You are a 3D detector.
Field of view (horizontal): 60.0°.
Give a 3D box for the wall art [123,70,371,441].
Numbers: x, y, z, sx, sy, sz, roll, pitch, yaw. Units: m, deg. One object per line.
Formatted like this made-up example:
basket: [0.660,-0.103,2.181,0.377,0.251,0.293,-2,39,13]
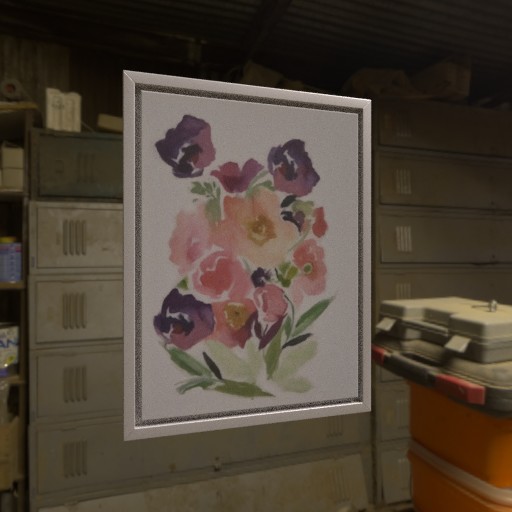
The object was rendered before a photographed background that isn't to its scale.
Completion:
wall art: [0.000,0.000,1.400,0.805,1.056,0.042,0,0,-18]
